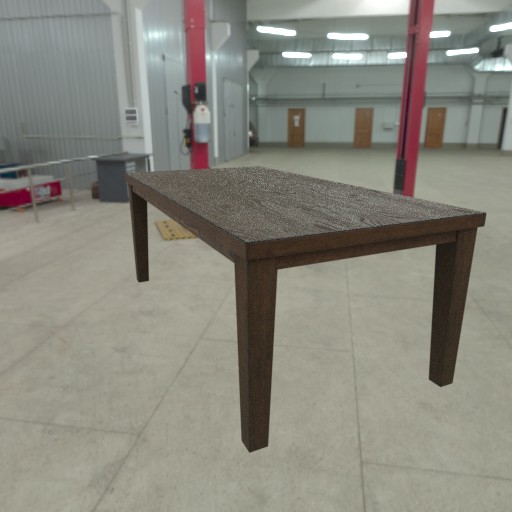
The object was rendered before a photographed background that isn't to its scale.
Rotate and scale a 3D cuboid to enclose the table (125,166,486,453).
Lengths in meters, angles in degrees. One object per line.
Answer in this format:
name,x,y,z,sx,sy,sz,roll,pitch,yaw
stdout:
table,0.000,0.000,2.454,1.016,0.762,1.981,-8,19,-24
